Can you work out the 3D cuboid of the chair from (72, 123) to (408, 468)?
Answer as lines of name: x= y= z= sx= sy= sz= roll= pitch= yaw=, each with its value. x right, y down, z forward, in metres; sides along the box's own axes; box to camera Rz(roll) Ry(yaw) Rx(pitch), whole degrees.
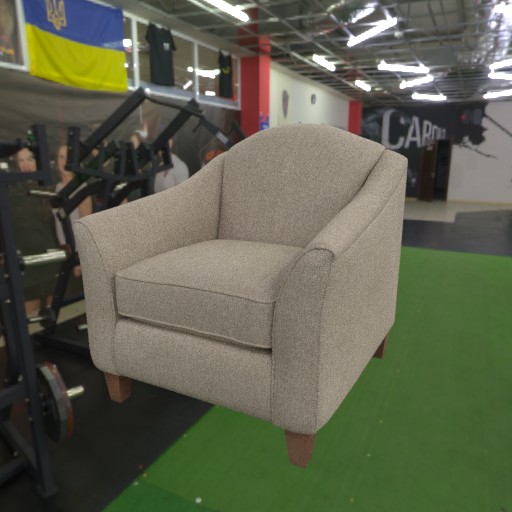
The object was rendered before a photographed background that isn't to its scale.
chair: x=0.000 y=0.000 z=1.403 sx=0.763 sy=0.839 sz=0.787 roll=7 pitch=15 yaw=28
